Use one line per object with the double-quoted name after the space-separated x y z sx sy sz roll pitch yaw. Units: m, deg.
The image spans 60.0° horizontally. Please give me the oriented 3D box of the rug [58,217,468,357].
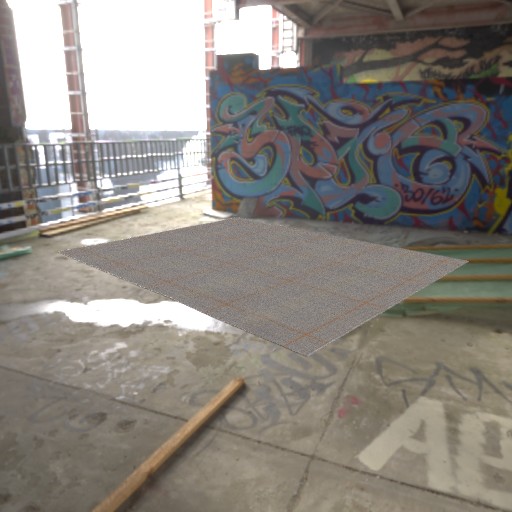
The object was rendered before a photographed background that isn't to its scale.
0.000 0.000 4.205 3.051 0.021 2.448 14 21 41 "rug"
